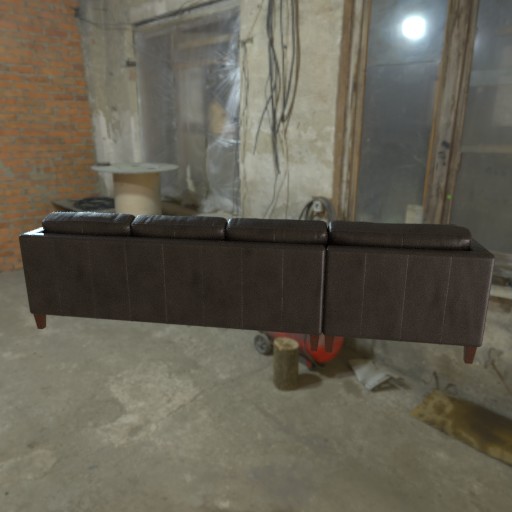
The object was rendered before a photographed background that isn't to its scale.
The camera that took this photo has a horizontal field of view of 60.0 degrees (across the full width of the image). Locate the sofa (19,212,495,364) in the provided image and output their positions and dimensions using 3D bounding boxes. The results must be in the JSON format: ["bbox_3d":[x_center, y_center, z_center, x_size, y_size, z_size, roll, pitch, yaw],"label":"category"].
[{"bbox_3d":[0.000,0.000,3.743,3.203,0.883,1.581,3,16,9],"label":"sofa"}]
